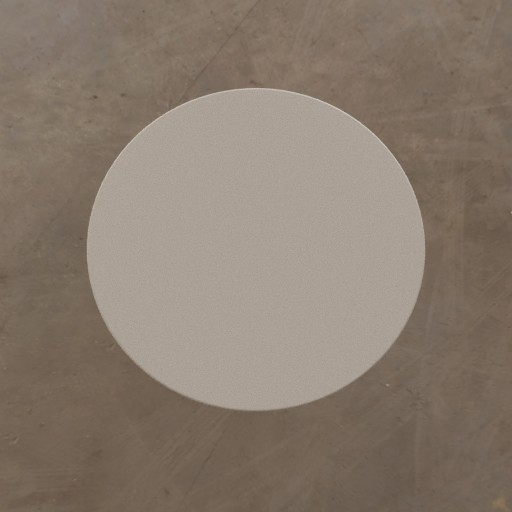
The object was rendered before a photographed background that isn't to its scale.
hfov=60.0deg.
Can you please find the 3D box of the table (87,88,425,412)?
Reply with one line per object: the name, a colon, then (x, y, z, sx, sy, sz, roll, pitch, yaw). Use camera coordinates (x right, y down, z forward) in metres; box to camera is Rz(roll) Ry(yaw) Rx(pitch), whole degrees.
table: (0.000, 0.000, 1.417, 0.910, 0.457, 0.910, 0, 75, 0)
